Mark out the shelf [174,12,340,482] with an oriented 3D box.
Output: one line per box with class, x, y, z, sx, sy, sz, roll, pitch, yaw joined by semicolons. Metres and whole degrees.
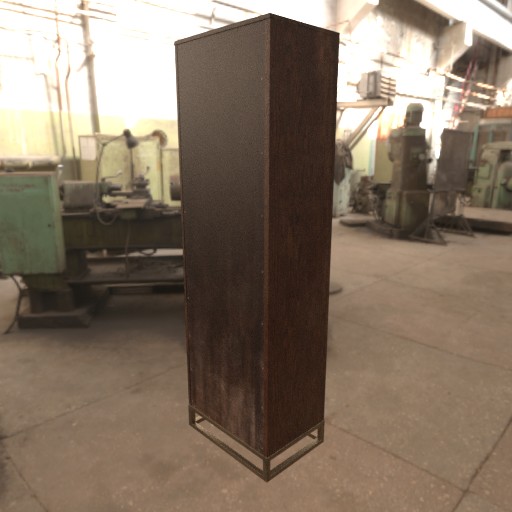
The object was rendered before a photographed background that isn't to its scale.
shelf;0.000;0.000;1.912;0.395;1.732;0.539;-13;19;-42
